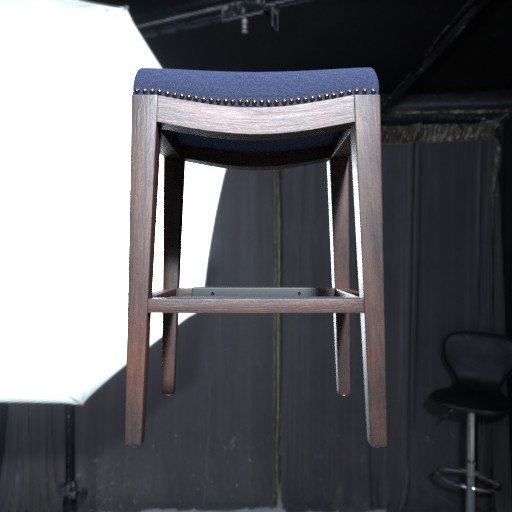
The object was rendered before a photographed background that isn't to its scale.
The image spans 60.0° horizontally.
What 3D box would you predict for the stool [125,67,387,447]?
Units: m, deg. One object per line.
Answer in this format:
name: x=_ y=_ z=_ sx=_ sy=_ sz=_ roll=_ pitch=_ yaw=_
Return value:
stool: x=0.000 y=0.000 z=1.024 sx=0.498 sy=0.740 sz=0.358 roll=0 pitch=-1 yaw=0
